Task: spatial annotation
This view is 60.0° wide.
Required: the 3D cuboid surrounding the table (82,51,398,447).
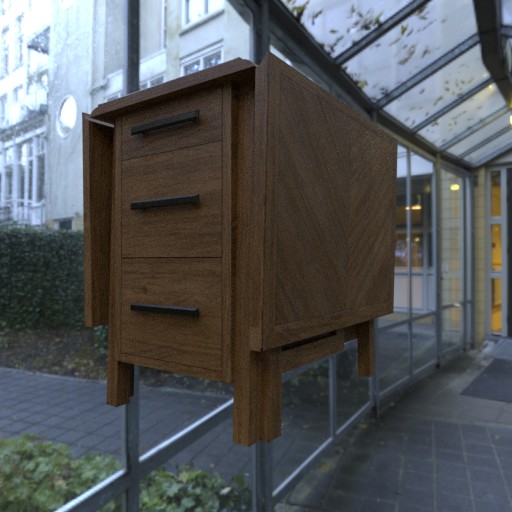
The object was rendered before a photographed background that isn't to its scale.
[{"bbox_3d":[0.000,0.000,1.290,0.591,0.763,0.746,0,-1,35],"label":"table"}]
